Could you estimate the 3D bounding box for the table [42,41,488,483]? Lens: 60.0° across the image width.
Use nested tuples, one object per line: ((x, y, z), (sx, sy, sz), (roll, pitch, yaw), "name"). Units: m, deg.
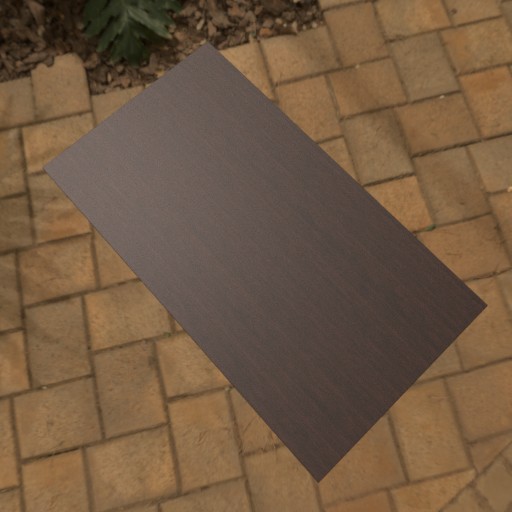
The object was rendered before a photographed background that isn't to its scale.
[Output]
((0.000, 0.000, 1.362), (0.590, 0.460, 1.050), (-42, 79, -10), "table")
